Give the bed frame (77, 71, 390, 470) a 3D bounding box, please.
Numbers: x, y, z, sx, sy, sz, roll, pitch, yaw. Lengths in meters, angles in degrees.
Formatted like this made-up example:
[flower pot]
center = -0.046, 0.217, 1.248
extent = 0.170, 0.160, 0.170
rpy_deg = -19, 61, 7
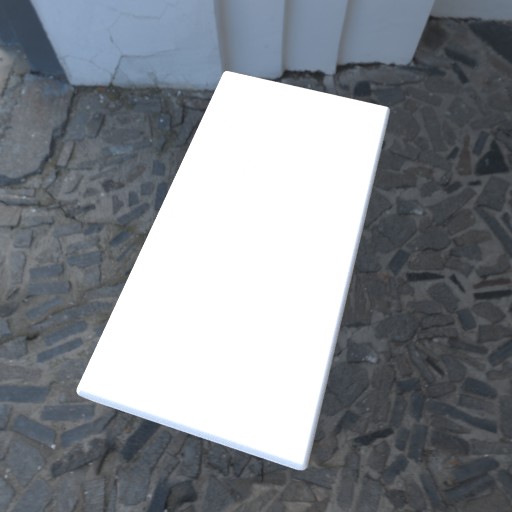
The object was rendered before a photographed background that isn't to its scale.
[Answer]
[bed frame]
center = 0.000, 0.000, 2.474
extent = 1.023, 0.659, 1.950
rpy_deg = 15, 66, 7
